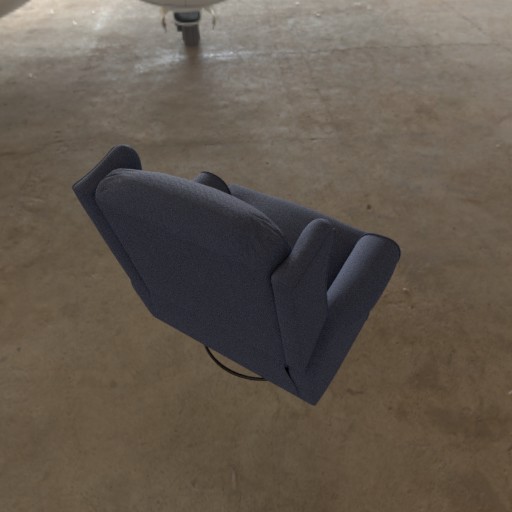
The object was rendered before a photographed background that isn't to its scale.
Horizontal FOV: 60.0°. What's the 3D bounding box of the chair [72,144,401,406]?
[{"bbox_3d":[0.000,0.000,1.727,0.971,1.020,0.877,24,49,22],"label":"chair"}]
